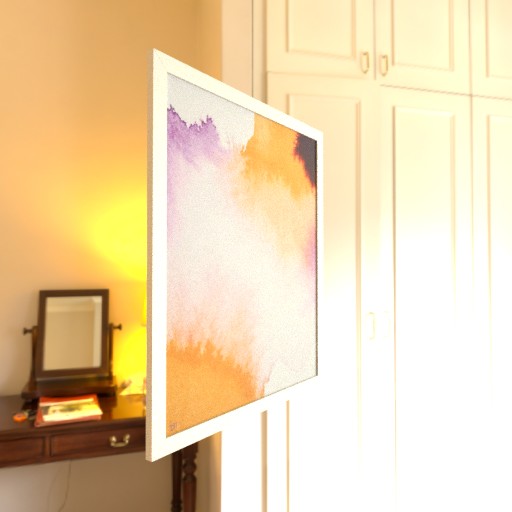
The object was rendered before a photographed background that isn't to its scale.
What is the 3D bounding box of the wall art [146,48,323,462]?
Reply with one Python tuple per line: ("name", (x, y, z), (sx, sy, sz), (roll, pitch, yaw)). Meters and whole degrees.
("wall art", (0.000, 0.000, 0.792), (0.012, 0.557, 0.482), (-1, -1, 37))
